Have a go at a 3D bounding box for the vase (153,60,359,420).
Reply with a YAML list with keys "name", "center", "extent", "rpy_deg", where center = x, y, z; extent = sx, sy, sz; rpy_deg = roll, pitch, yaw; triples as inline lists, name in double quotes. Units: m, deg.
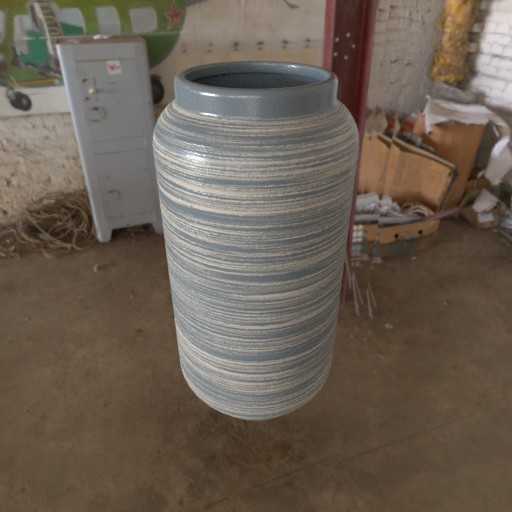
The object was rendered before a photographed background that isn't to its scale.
- name: "vase"
  center: [0.000, 0.000, 0.297]
  extent: [0.116, 0.230, 0.116]
  rpy_deg: [0, 32, 0]
